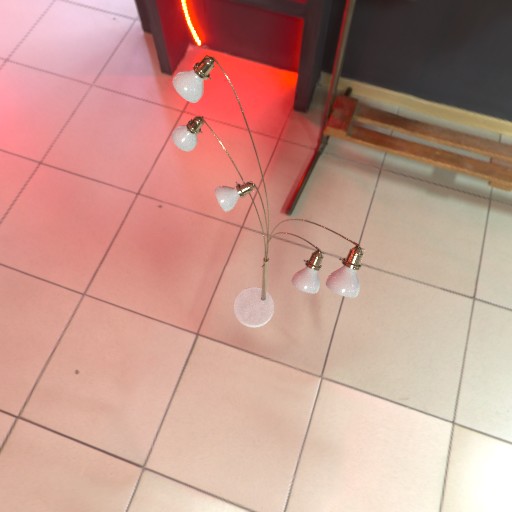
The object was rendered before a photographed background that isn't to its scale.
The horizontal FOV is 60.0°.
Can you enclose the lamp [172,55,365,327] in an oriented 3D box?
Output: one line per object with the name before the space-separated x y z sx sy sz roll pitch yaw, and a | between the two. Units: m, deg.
lamp | 0.000 0.000 2.887 0.361 2.423 1.405 -35 71 -14
